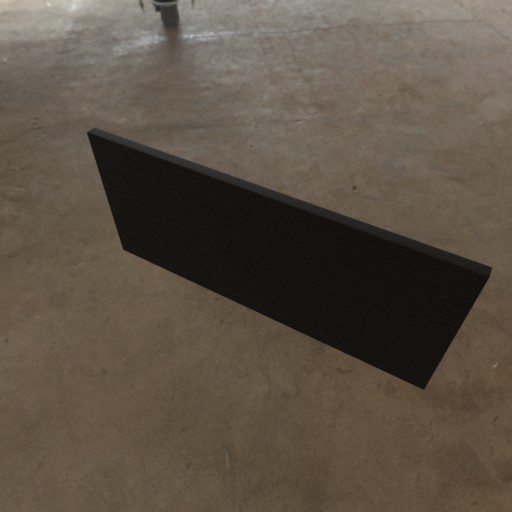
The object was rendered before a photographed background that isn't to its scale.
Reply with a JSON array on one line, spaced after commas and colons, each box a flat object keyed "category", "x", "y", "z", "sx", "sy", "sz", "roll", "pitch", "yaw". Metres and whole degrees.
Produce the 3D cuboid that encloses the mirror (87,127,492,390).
[{"category": "mirror", "x": 0.000, "y": 0.000, "z": 1.816, "sx": 1.584, "sy": 0.692, "sz": 0.047, "roll": 23, "pitch": 50, "yaw": 20}]
